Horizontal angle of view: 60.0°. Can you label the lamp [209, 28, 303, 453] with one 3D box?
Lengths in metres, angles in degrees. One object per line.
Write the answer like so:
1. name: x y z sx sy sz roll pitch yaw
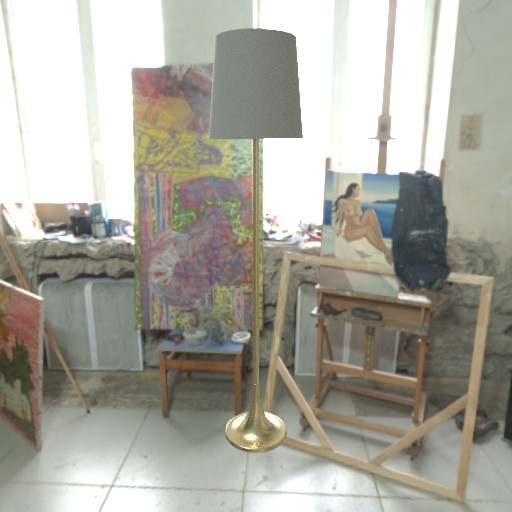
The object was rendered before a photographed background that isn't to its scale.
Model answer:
1. lamp: 0.000 0.000 1.688 0.337 1.543 0.337 0 14 0
